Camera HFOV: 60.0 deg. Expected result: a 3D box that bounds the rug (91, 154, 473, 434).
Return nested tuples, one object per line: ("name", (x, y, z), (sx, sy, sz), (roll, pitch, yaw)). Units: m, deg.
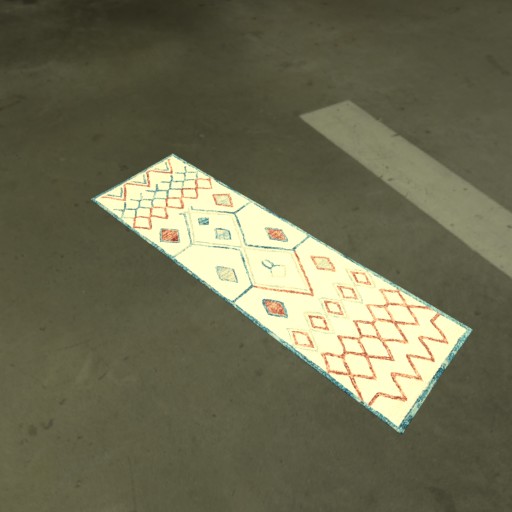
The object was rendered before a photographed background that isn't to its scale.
("rug", (0.000, 0.000, 2.727), (2.435, 0.011, 0.750), (33, 55, 27))
